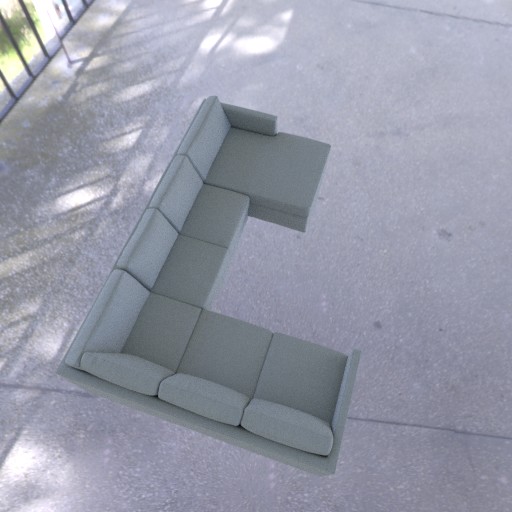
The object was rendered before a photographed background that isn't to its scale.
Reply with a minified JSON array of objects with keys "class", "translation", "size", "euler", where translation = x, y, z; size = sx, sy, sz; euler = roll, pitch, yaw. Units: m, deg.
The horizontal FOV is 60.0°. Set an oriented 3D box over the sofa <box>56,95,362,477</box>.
[{"class":"sofa","translation":[0.000,0.000,4.536],"size":[2.427,0.882,3.460],"euler":[16,63,9]}]
